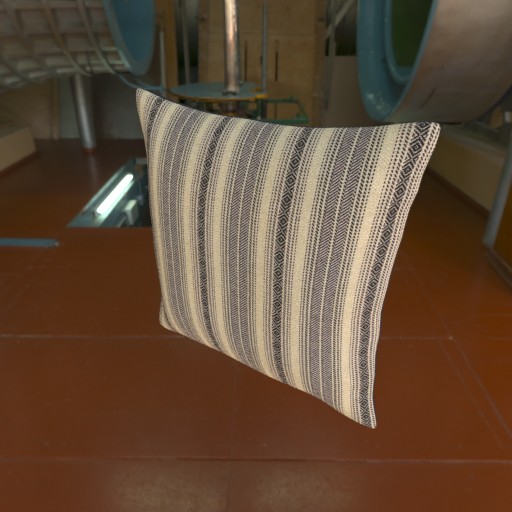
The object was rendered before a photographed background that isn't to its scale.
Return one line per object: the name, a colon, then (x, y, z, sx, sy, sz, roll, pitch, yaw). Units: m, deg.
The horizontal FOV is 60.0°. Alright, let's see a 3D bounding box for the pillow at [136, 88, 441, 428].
pillow: (0.000, 0.000, 0.765, 0.520, 0.508, 0.166, 18, 33, 30)
